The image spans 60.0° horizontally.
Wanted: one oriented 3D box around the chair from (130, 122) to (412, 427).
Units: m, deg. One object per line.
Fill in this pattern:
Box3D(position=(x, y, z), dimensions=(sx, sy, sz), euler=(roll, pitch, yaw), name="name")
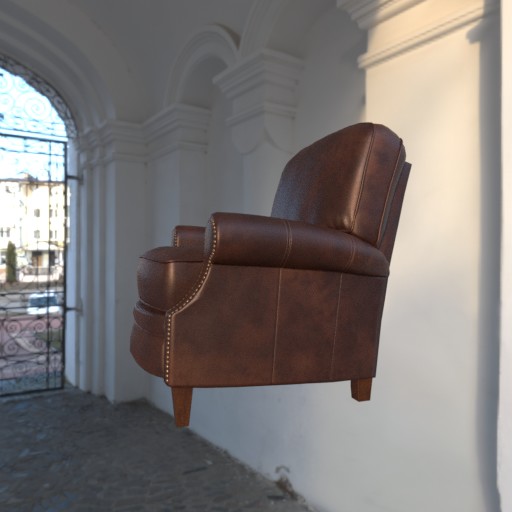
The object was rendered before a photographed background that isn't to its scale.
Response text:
Box3D(position=(0.000, 0.000, 1.793), dimensions=(0.986, 1.018, 0.936), euler=(0, 1, -19), name="chair")
